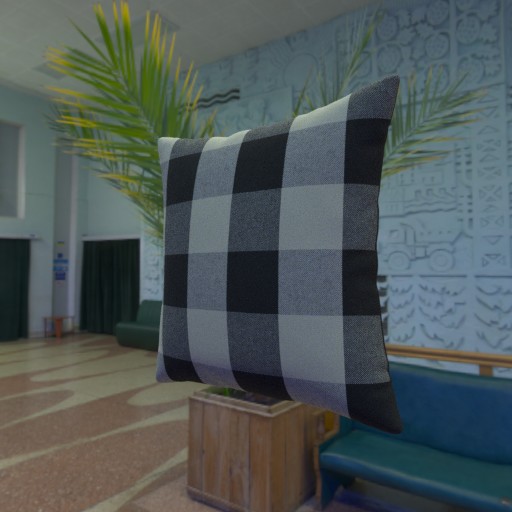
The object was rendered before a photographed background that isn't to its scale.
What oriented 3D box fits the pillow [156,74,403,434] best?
[{"bbox_3d":[0.000,0.000,0.775,0.511,0.509,0.161,-2,-3,37],"label":"pillow"}]
